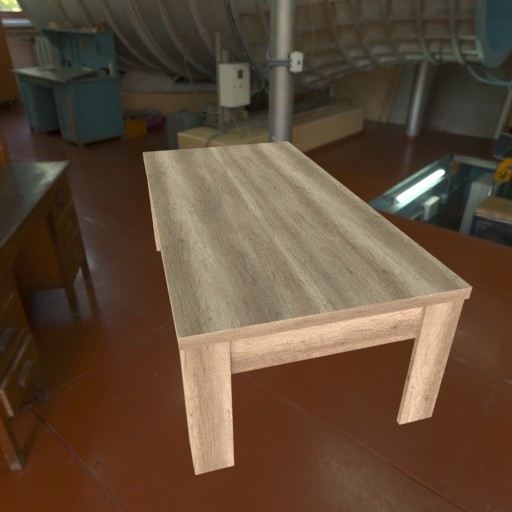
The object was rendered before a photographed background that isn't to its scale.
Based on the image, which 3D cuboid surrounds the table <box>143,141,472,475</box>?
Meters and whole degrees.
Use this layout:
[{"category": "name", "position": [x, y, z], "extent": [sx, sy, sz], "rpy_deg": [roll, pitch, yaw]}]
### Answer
[{"category": "table", "position": [0.000, 0.000, 1.657], "extent": [0.700, 0.460, 1.350], "rpy_deg": [-8, 30, -13]}]
